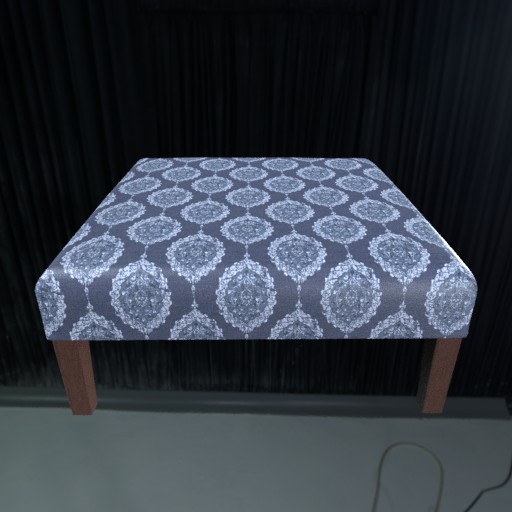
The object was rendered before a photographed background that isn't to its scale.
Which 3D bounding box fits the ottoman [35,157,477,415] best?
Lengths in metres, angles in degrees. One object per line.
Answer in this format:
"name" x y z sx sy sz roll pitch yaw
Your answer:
"ottoman" 0.000 0.000 1.334 0.889 0.409 0.890 0 27 0
